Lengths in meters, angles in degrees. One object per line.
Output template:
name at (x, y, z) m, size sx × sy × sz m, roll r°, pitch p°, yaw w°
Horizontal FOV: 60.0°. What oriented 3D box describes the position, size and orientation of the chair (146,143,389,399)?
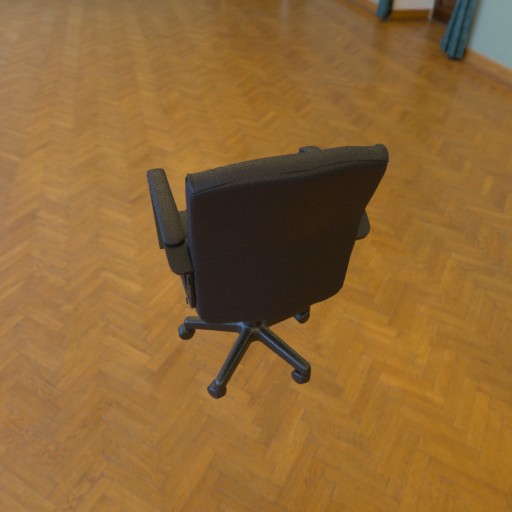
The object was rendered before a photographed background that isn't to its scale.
chair at (0.000, 0.000, 1.409) m, size 0.576 × 0.998 × 0.641 m, roll -11°, pitch 43°, yaw -13°
